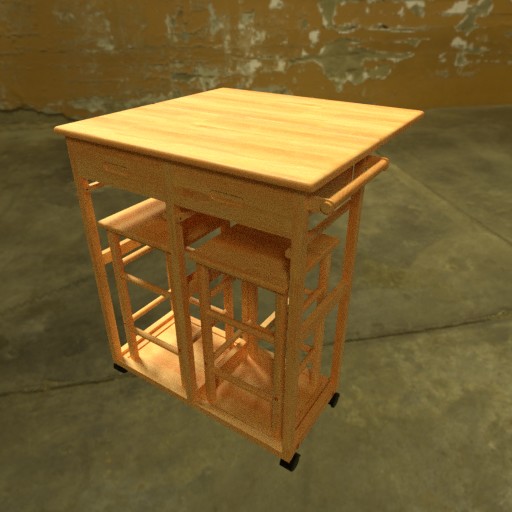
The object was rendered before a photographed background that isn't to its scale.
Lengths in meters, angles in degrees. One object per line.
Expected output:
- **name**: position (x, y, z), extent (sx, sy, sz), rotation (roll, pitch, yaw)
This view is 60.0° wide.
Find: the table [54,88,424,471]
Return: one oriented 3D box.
- **table**: position (0.000, 0.000, 1.374), extent (0.752, 0.832, 0.693), rotation (18, 35, 29)
